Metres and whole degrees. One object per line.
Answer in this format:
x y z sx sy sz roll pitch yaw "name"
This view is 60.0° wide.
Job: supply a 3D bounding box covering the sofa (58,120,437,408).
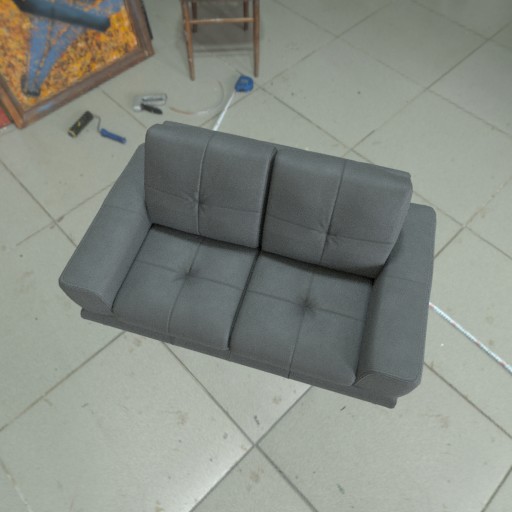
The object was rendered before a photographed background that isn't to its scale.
0.000 0.000 2.360 1.806 0.907 1.018 14 60 8 "sofa"
